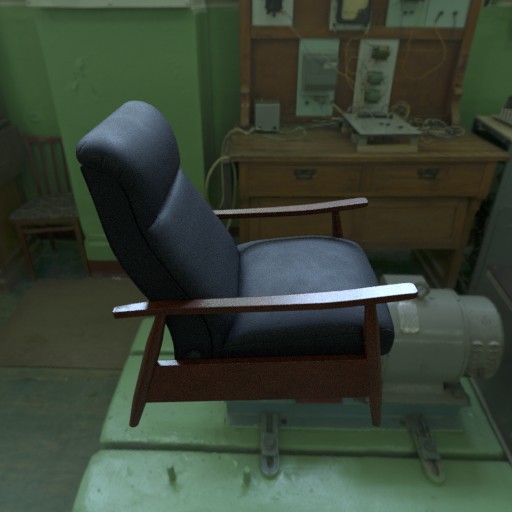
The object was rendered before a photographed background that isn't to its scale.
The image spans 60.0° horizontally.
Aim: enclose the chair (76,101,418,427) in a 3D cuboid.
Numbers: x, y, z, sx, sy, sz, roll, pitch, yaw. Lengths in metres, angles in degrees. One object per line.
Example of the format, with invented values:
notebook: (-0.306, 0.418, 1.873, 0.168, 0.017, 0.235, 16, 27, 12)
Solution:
chair: (0.000, 0.000, 1.739, 1.014, 1.082, 0.762, 0, 30, 0)
